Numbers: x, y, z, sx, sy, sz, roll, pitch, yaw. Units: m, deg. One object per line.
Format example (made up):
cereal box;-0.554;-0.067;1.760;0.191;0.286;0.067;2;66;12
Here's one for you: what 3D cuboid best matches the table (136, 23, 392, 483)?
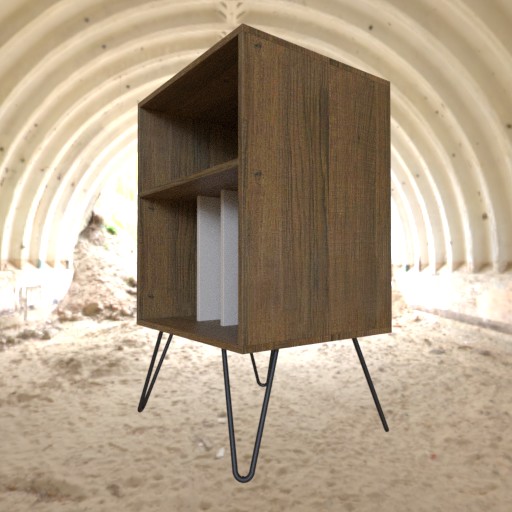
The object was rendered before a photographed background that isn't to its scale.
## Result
table;0.000;0.000;1.170;0.457;0.866;0.526;1;-1;-37
